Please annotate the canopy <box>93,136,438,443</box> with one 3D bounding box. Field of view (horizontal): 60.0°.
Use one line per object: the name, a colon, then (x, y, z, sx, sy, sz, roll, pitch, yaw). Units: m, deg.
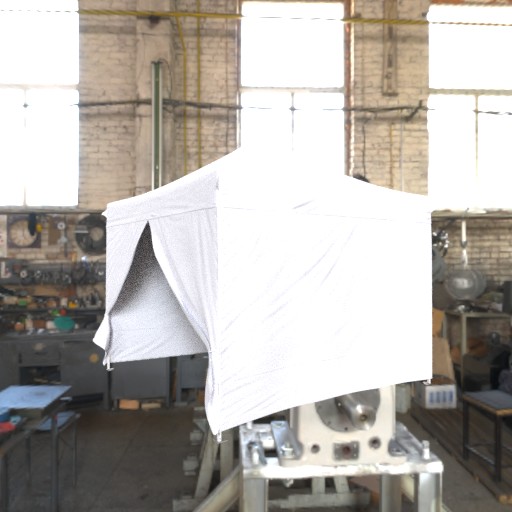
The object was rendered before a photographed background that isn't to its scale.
canopy: (0.000, 0.000, 5.479, 3.121, 2.997, 3.043, 0, 0, -36)
